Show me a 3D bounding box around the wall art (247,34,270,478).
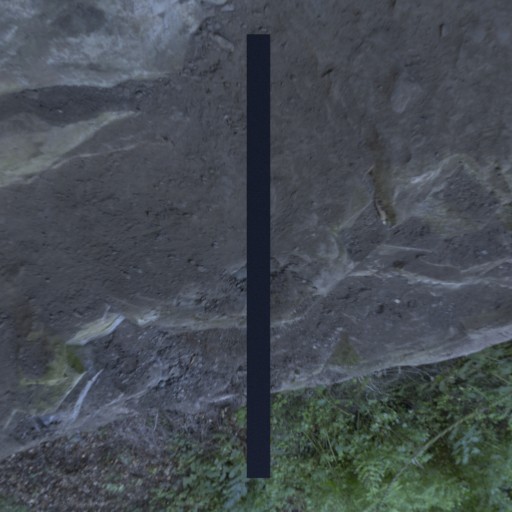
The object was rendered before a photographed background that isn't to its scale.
[{"bbox_3d":[0.000,0.000,0.679,0.023,0.505,0.428,0,90,-1],"label":"wall art"}]
